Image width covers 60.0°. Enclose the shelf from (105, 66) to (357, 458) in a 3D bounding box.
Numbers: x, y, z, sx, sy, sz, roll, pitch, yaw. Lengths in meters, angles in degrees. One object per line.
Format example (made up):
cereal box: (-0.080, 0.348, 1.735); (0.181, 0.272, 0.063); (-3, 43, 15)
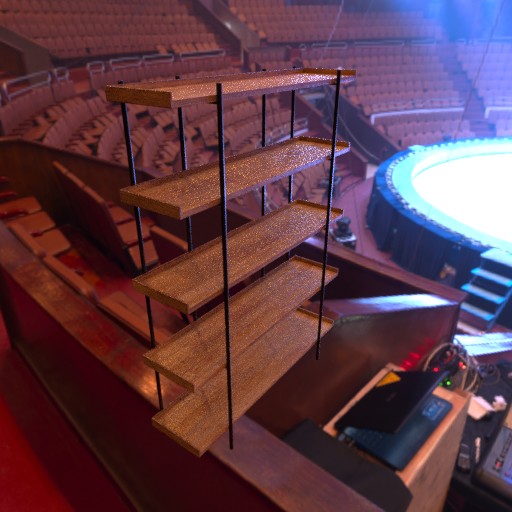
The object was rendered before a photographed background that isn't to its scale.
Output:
shelf: (0.000, 0.000, 2.394); (0.379, 1.826, 1.371); (18, 31, 33)
